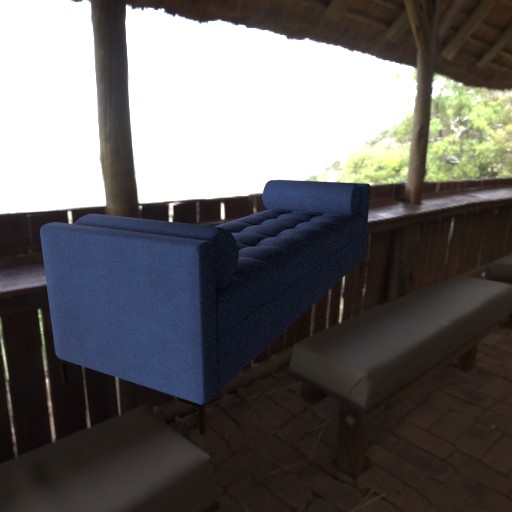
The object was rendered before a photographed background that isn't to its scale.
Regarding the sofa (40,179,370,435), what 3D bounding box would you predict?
[{"bbox_3d":[0.000,0.000,2.316,0.686,0.635,1.981,8,17,27],"label":"sofa"}]
